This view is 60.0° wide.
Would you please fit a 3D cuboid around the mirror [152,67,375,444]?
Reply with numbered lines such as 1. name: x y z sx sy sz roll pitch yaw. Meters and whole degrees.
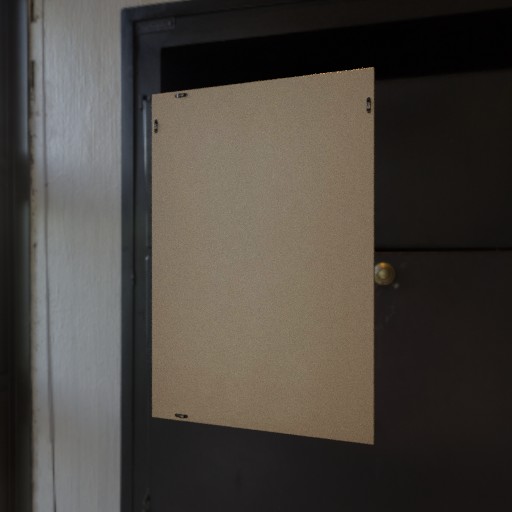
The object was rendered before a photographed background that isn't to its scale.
1. mirror: 0.000 0.000 1.181 0.609 0.915 0.040 0 0 18
